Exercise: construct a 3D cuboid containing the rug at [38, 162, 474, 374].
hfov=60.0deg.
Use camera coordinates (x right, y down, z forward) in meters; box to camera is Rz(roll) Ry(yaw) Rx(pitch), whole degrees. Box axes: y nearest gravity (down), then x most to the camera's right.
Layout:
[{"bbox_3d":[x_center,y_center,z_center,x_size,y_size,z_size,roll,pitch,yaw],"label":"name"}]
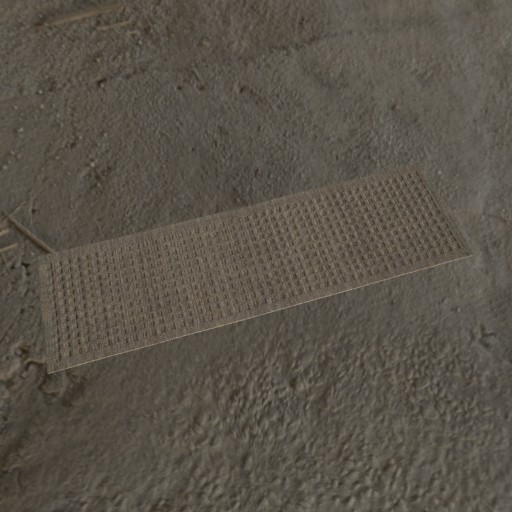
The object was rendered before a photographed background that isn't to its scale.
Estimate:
[{"bbox_3d":[0.000,0.000,2.577,2.443,0.009,0.706,-15,64,-7],"label":"rug"}]
